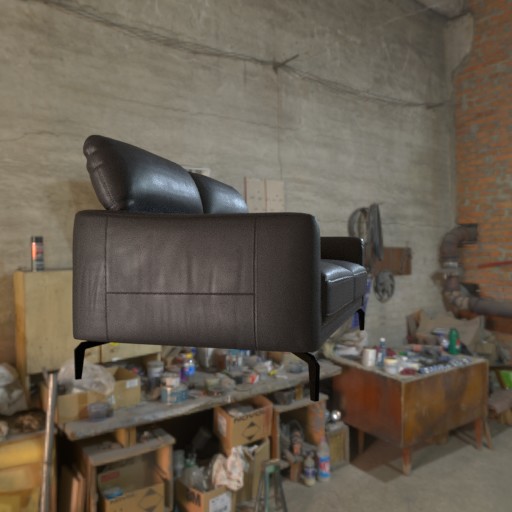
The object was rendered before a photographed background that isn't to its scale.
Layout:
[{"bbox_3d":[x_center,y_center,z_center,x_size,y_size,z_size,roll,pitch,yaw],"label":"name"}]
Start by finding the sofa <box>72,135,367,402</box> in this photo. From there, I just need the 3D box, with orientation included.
[{"bbox_3d":[0.000,0.000,2.178,0.958,0.920,1.596,0,-1,19],"label":"sofa"}]
